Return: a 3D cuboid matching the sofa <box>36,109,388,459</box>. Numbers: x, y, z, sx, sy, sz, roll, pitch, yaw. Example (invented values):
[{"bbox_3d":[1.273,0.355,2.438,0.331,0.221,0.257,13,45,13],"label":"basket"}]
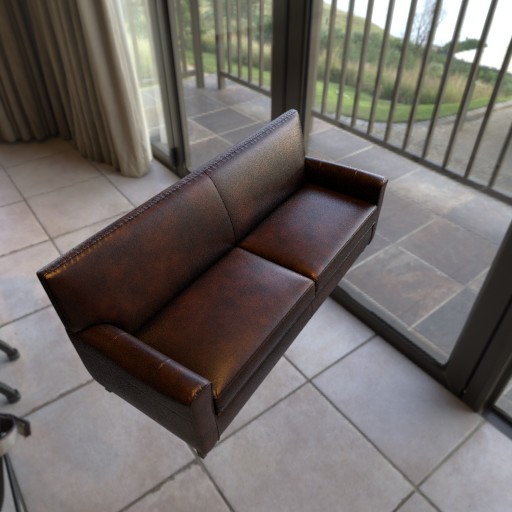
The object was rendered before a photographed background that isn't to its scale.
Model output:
[{"bbox_3d":[0.000,0.000,2.498,0.786,0.871,1.995,24,46,25],"label":"sofa"}]
